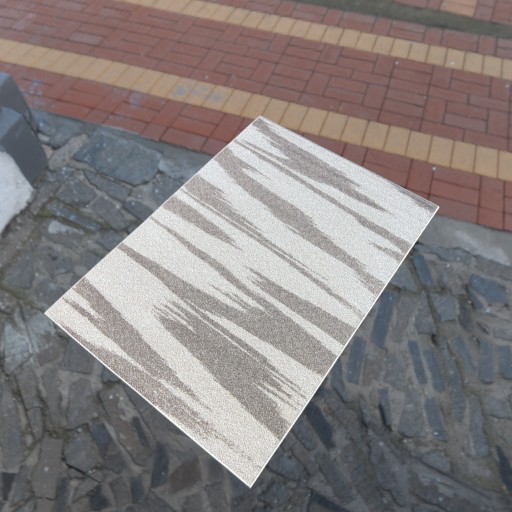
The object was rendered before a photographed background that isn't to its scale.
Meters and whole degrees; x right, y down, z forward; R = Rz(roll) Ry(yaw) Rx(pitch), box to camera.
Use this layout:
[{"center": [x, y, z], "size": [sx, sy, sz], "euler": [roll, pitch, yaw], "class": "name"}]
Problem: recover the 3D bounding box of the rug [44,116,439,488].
[{"center": [0.000, 0.000, 2.815], "size": [1.533, 0.010, 2.142], "euler": [32, 63, 19], "class": "rug"}]
